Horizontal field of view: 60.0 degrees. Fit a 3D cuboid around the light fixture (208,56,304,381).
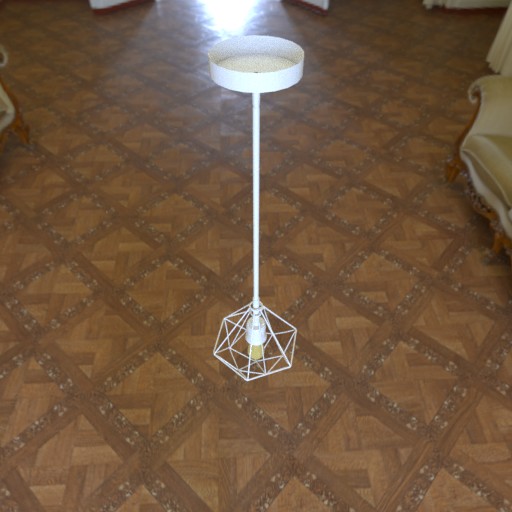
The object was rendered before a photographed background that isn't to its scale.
[{"bbox_3d":[0.000,0.000,1.980,0.487,1.764,0.431,32,53,27],"label":"light fixture"}]
